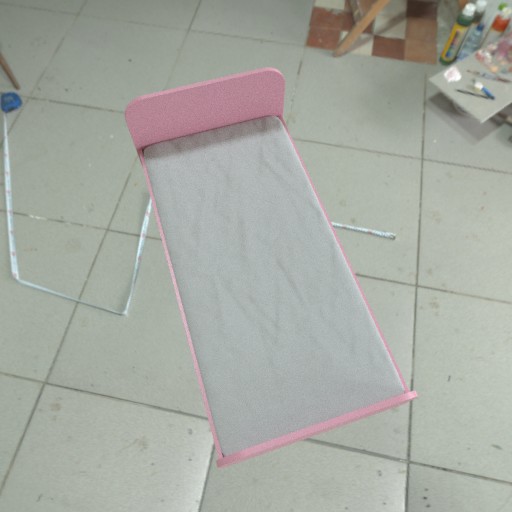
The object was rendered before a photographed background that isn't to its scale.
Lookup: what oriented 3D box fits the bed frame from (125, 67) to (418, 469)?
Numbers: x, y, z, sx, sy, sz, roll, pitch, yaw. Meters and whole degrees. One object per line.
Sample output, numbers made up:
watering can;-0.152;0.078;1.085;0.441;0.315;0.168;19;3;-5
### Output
bed frame;0.000;0.000;2.518;0.998;0.805;1.963;-16;64;-8
